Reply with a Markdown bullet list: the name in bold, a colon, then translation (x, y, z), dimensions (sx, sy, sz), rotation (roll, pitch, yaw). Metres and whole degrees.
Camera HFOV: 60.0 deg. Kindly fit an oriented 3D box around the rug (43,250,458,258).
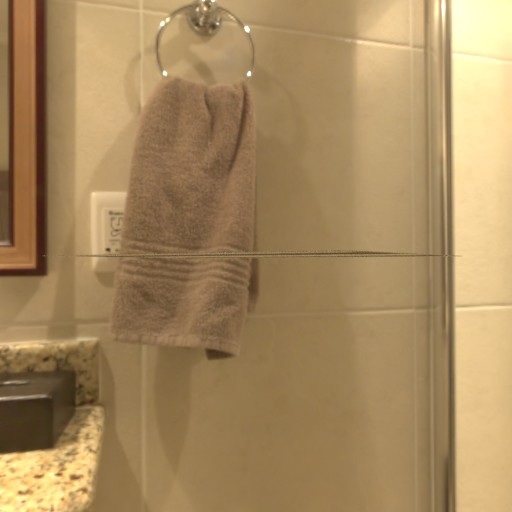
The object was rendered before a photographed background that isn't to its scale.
- **rug**: translation (0.000, 0.000, 4.094), dimensions (3.037, 0.004, 2.453), rotation (-1, -1, 37)
